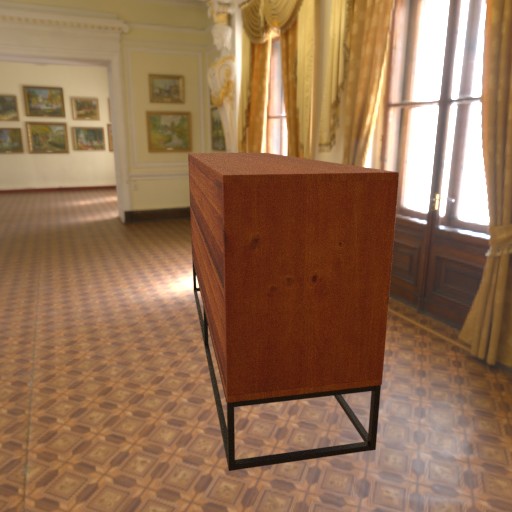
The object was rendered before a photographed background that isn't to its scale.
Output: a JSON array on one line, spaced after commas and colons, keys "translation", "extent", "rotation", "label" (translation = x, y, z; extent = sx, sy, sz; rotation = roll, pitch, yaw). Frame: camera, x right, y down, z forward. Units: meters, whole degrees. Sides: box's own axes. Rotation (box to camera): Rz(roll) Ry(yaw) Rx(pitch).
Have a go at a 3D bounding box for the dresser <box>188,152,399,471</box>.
[{"translation": [0.000, 0.000, 1.893], "extent": [0.464, 0.810, 1.536], "rotation": [-3, 15, -11], "label": "dresser"}]
